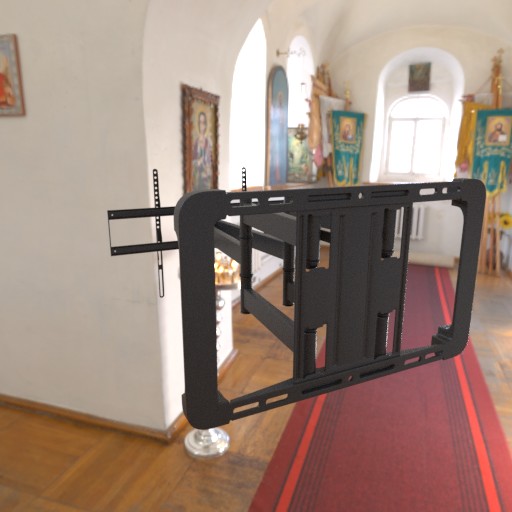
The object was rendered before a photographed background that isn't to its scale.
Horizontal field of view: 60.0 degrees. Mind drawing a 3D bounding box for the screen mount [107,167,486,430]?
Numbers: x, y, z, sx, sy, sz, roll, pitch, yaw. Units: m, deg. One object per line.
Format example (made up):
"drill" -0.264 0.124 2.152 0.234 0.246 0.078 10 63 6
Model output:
"screen mount" 0.000 0.000 1.296 0.725 0.483 0.905 -7 15 -26
